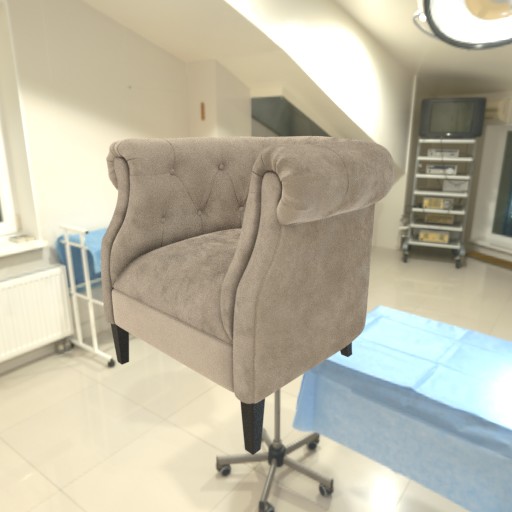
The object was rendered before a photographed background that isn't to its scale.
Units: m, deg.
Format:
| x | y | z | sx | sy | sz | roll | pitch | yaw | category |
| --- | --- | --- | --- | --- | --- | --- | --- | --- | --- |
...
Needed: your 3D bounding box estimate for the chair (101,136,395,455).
| x | y | z | sx | sy | sz | roll | pitch | yaw | category |
| --- | --- | --- | --- | --- | --- | --- | --- | --- | --- |
| 0.000 | 0.000 | 1.605 | 0.904 | 0.826 | 0.851 | 15 | 22 | 41 | chair |
